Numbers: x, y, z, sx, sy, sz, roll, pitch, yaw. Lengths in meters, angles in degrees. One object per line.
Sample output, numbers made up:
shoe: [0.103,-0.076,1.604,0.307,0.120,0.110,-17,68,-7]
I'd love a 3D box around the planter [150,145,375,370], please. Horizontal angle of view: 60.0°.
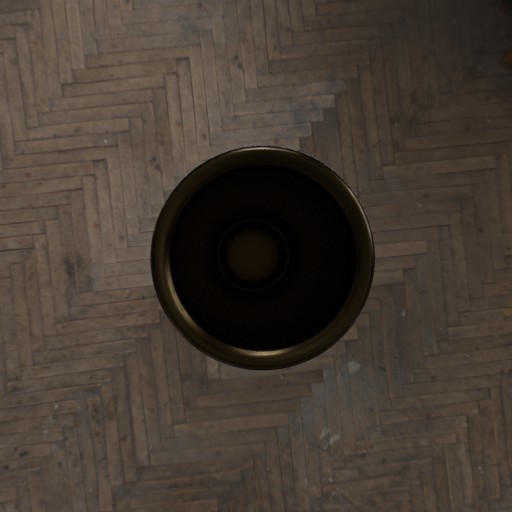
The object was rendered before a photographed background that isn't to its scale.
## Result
planter: [0.000,0.000,0.330,0.099,0.278,0.099,0,90,-1]
